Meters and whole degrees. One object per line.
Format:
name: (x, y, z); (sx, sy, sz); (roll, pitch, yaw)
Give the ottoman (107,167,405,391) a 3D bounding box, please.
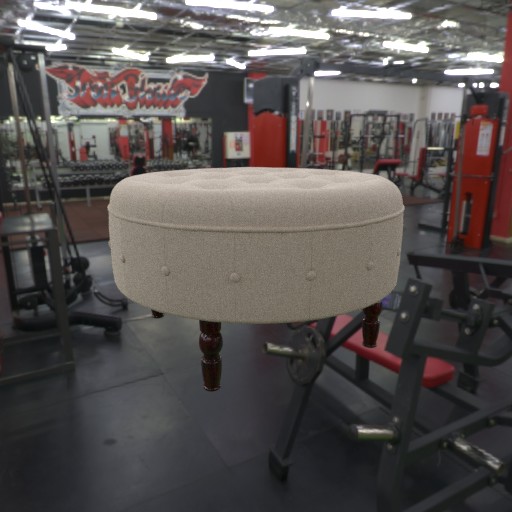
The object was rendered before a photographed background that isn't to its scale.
ottoman: (0.000, 0.000, 1.372); (0.848, 0.494, 0.848); (0, 15, 0)
